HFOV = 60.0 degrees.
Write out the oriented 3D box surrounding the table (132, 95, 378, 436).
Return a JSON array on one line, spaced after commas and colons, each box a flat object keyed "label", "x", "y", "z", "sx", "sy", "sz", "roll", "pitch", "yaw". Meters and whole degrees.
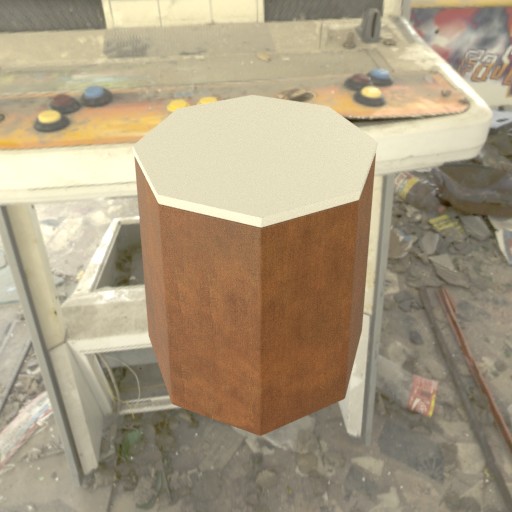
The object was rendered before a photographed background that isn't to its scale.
[{"label": "table", "x": 0.000, "y": 0.000, "z": 0.823, "sx": 0.439, "sy": 0.457, "sz": 0.439, "roll": 13, "pitch": 44, "yaw": 14}]
